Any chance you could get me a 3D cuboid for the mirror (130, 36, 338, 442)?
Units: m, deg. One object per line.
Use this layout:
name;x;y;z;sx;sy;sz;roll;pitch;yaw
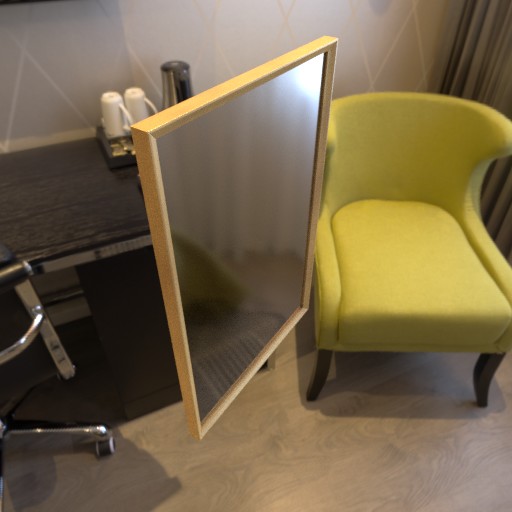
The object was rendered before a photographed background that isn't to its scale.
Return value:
mirror;0.000;0.000;1.138;0.041;0.915;0.609;24;46;26
